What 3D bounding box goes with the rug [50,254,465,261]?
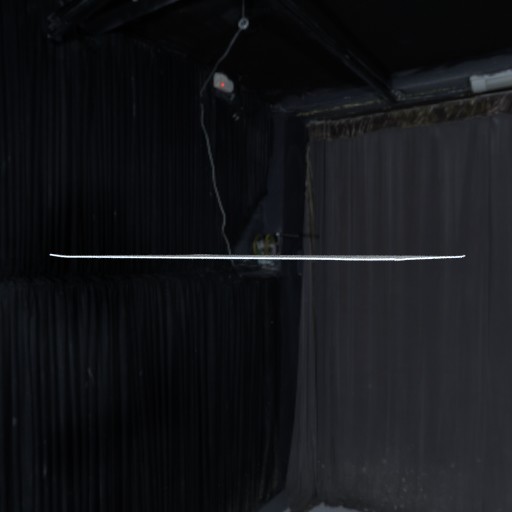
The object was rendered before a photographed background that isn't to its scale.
[{"bbox_3d":[0.000,0.000,2.330,1.828,0.019,1.209,0,0,34],"label":"rug"}]
